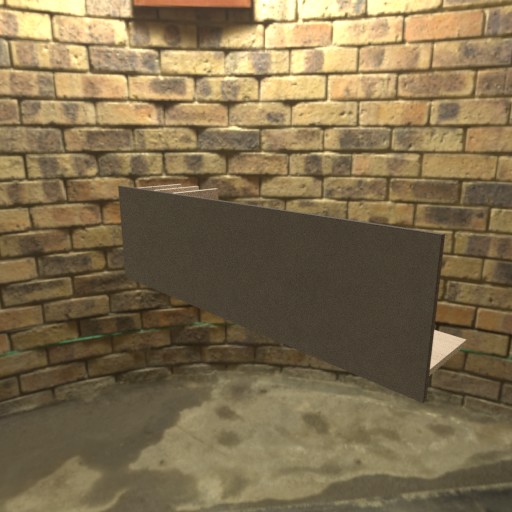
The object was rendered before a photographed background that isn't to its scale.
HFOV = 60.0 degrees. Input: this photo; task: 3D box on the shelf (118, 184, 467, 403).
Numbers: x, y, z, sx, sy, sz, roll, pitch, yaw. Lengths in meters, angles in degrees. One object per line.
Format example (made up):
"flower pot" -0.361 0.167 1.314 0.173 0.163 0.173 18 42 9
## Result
"shelf" 0.000 0.000 1.147 1.020 0.300 0.200 14 21 43
